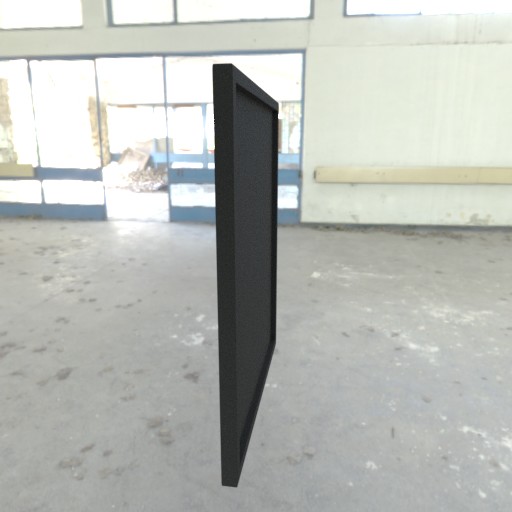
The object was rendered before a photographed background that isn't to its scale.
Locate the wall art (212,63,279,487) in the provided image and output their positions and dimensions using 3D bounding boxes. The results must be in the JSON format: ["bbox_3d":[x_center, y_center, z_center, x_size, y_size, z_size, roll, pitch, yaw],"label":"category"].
[{"bbox_3d":[0.000,0.000,0.717,0.021,0.508,0.432,2,14,9],"label":"wall art"}]
